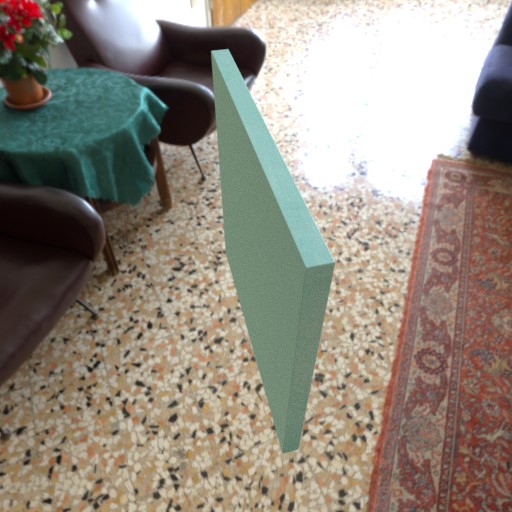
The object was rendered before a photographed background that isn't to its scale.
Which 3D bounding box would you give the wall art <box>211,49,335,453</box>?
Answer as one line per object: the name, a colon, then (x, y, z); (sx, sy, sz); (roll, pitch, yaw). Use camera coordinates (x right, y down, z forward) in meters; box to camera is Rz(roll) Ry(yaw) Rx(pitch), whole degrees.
wall art: (0.000, 0.000, 0.925); (0.036, 0.603, 0.603); (-11, 48, -10)
